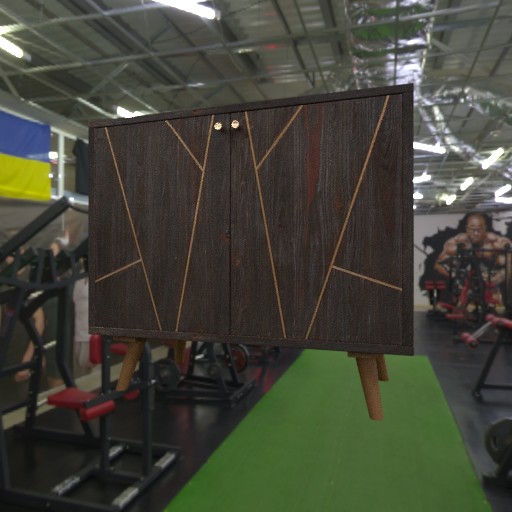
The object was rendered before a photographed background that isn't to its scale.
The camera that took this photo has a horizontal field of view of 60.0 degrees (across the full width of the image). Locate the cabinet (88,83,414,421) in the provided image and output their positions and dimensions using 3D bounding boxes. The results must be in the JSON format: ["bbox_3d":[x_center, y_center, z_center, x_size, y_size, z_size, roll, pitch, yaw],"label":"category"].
[{"bbox_3d":[0.000,0.000,1.533,1.023,0.897,0.529,0,0,19],"label":"cabinet"}]
